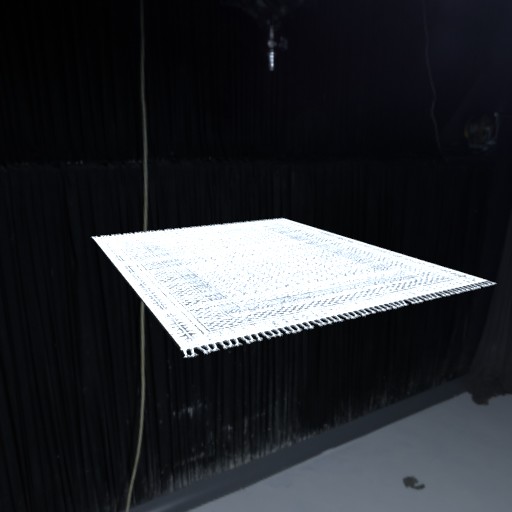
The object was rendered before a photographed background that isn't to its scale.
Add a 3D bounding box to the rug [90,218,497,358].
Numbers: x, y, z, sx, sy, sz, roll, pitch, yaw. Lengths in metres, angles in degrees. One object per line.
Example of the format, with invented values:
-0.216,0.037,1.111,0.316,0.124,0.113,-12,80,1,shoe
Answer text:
0.000,0.000,3.837,2.312,0.013,2.940,-8,17,-27,rug
